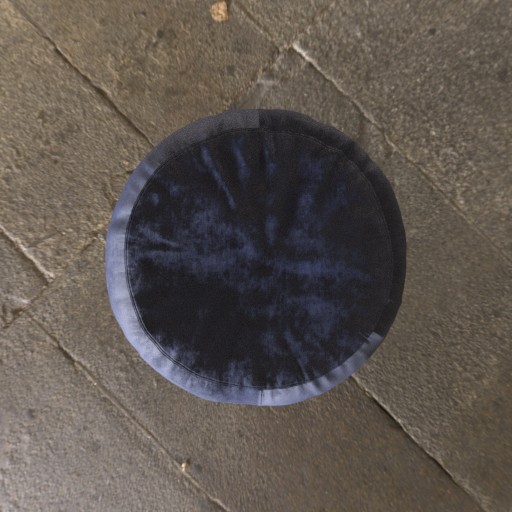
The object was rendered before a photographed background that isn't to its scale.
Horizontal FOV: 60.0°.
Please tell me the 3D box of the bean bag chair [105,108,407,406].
[{"bbox_3d":[0.000,0.000,1.970,1.219,0.762,1.219,0,91,-1],"label":"bean bag chair"}]
